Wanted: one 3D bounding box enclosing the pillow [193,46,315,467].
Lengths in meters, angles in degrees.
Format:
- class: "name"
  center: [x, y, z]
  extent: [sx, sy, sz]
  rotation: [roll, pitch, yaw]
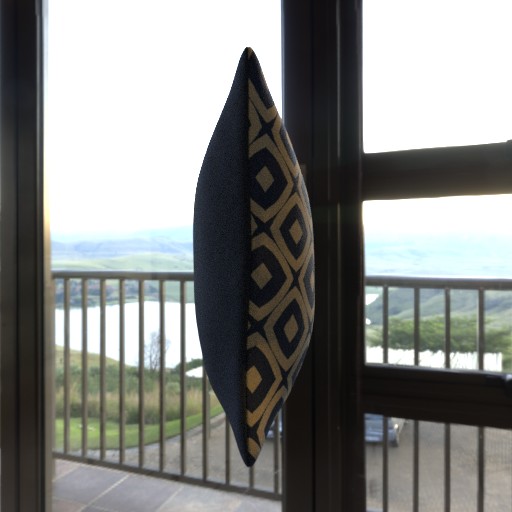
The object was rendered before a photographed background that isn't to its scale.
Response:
- class: "pillow"
  center: [0.000, 0.000, 0.766]
  extent: [0.188, 0.494, 0.504]
  rotation: [0, 0, 2]
